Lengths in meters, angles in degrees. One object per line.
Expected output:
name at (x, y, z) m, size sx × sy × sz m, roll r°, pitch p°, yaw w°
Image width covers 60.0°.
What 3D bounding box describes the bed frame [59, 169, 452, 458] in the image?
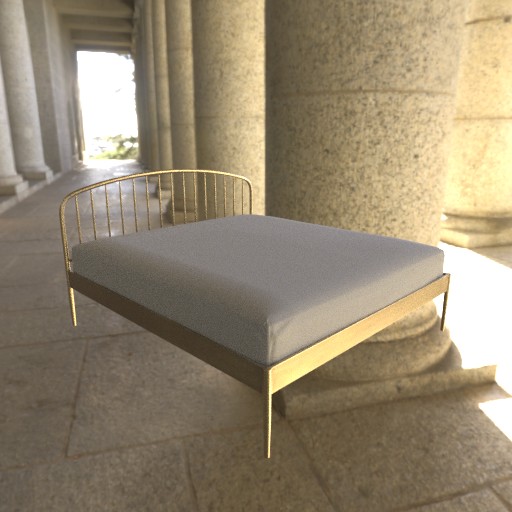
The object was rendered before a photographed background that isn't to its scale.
bed frame at (0.000, 0.000, 3.339) m, size 2.152 × 1.174 × 2.016 m, roll 15°, pitch 21°, yaw 43°
